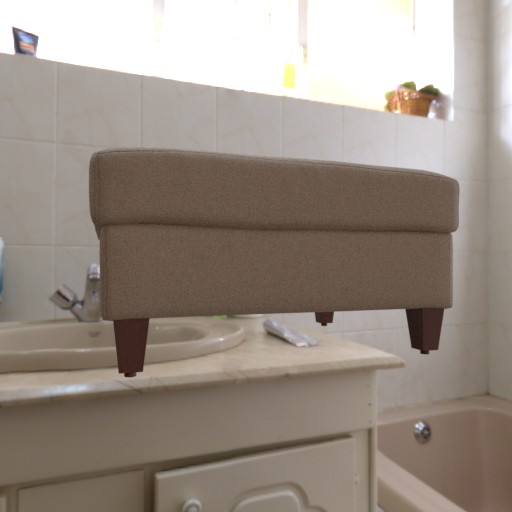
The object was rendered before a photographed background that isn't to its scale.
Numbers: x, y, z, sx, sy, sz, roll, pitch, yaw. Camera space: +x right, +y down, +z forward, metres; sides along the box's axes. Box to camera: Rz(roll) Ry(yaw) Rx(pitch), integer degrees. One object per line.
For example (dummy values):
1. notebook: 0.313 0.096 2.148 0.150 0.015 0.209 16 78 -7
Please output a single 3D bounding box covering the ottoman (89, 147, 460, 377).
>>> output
1. ottoman: 0.000 0.000 1.299 0.902 0.511 0.692 0 -1 -19
